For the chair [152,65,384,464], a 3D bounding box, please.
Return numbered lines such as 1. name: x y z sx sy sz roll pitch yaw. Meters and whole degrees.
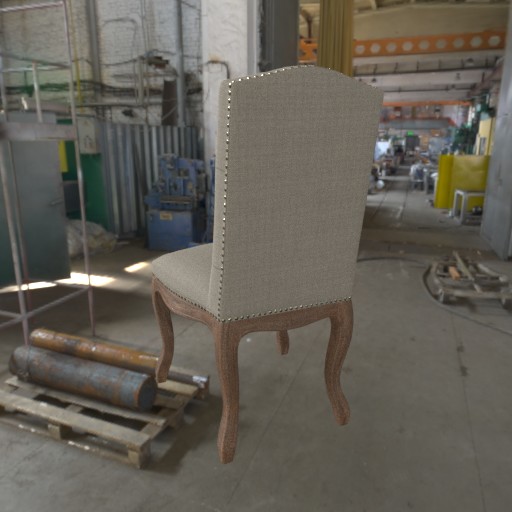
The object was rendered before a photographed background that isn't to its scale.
1. chair: 0.000 0.000 1.596 0.637 1.191 0.731 -7 16 -25
